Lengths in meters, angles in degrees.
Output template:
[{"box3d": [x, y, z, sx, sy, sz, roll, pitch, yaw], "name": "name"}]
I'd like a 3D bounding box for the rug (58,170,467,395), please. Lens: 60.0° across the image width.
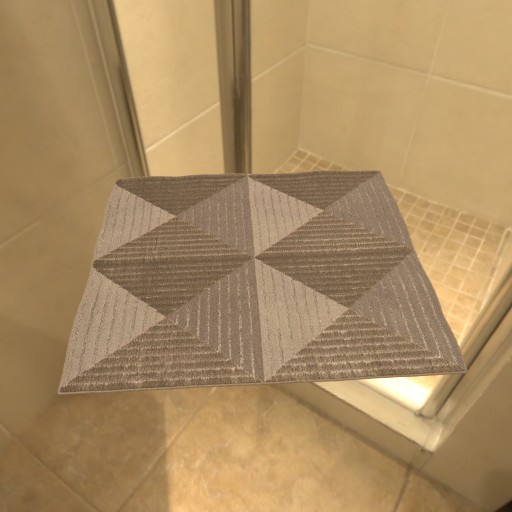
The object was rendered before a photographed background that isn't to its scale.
[{"box3d": [0.000, 0.000, 0.871, 0.642, 0.008, 0.551, -2, 46, -2], "name": "rug"}]
